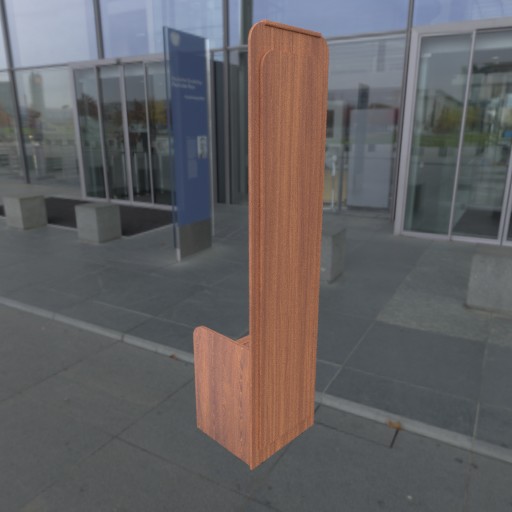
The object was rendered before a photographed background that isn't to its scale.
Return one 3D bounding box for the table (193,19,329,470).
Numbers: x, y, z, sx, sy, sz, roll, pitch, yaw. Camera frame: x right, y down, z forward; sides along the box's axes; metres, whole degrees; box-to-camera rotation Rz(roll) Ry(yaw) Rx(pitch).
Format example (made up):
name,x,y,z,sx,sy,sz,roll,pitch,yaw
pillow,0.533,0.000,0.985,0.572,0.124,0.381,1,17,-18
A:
name,x,y,z,sx,sy,sz,roll,pitch,yaw
table,0.000,0.000,2.010,0.420,1.830,0.450,15,22,42
